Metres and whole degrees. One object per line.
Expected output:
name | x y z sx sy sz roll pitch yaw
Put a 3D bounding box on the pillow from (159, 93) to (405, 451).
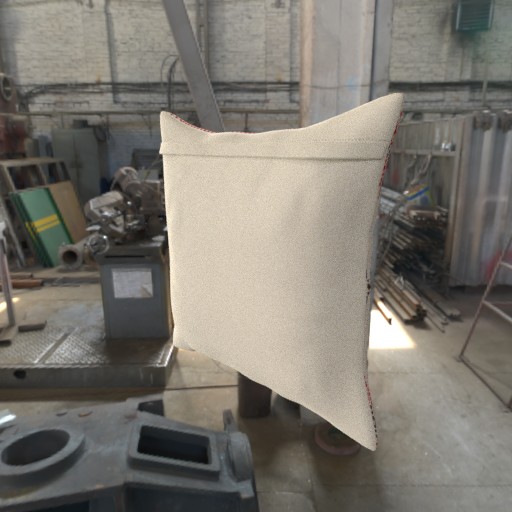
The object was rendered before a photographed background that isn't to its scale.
pillow | 0.000 0.000 0.698 0.463 0.454 0.160 14 20 43
